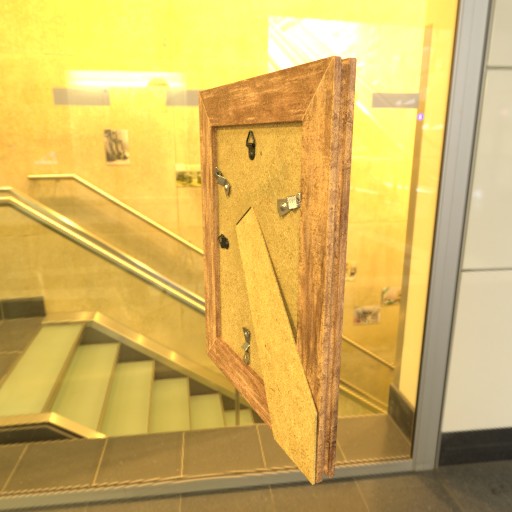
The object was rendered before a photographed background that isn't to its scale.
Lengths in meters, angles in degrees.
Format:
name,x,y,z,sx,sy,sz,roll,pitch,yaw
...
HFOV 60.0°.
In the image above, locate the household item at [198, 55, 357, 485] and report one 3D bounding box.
name,x,y,z,sx,sy,sz,roll,pitch,yaw
household item,0.000,0.000,0.318,0.018,0.237,0.186,-7,17,-26
